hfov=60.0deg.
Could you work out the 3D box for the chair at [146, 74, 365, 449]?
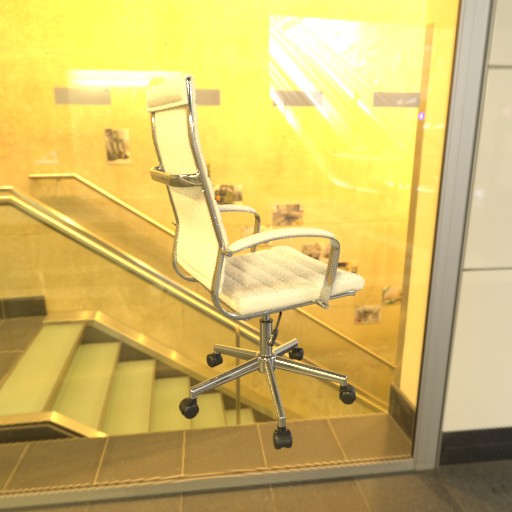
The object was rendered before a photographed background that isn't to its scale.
[{"bbox_3d":[0.000,0.000,1.605,0.679,1.149,0.679,-7,17,-26],"label":"chair"}]
